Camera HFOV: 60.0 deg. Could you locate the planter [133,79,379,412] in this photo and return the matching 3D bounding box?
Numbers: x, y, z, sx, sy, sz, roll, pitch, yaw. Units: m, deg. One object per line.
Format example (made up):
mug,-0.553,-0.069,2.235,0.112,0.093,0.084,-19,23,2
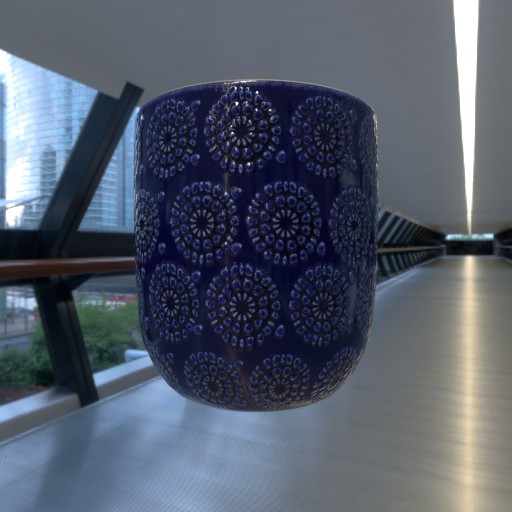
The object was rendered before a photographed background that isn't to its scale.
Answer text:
planter,0.000,0.000,0.346,0.184,0.206,0.184,0,0,0
